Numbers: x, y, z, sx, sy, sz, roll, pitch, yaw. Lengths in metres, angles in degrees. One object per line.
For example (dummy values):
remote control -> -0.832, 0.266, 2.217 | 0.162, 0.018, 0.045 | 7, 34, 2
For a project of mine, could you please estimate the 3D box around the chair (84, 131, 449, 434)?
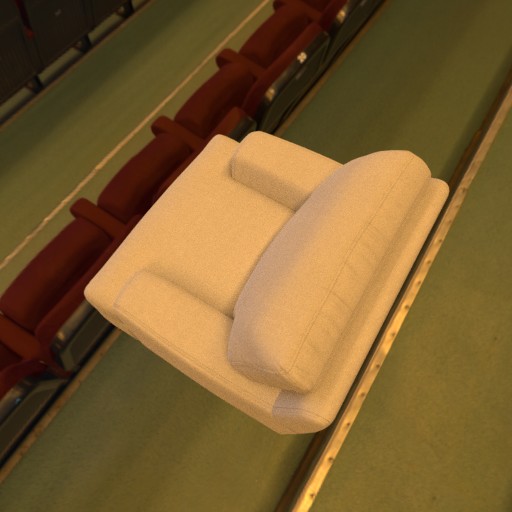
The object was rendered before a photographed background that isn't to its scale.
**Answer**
chair -> 0.000, 0.000, 1.947 | 1.158, 0.930, 1.140 | 29, 67, 14
